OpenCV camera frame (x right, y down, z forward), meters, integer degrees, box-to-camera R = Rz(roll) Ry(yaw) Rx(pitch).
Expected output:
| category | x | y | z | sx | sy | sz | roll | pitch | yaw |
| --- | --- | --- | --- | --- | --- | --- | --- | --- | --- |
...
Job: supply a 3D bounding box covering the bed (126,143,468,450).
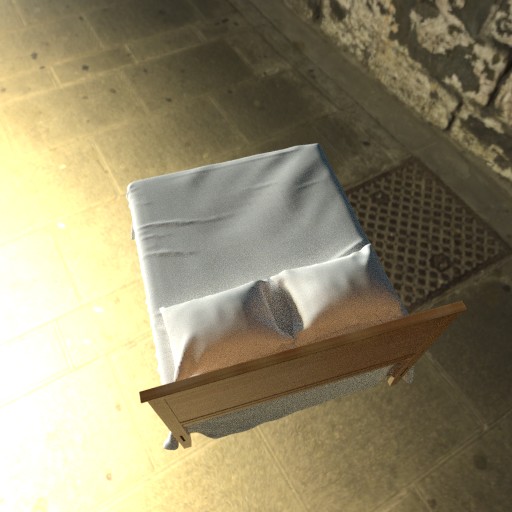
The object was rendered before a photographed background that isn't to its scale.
| category | x | y | z | sx | sy | sz | roll | pitch | yaw |
| --- | --- | --- | --- | --- | --- | --- | --- | --- | --- |
| bed | 0.000 | 0.000 | 3.155 | 1.870 | 1.273 | 2.035 | -14 | 58 | -9 |
